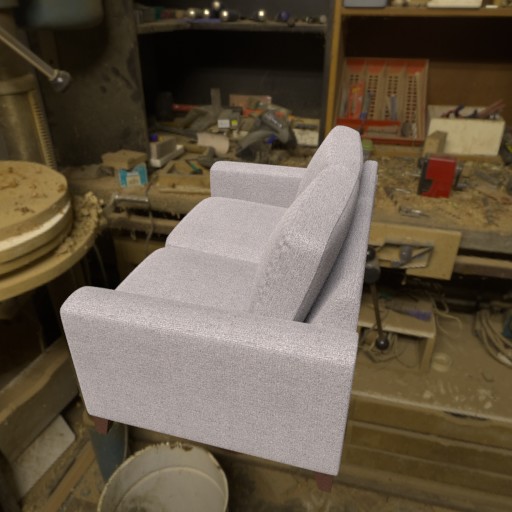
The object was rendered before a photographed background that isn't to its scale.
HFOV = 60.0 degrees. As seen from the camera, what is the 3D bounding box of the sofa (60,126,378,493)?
[{"bbox_3d":[0.000,0.000,1.892,0.917,0.873,1.420,8,32,13],"label":"sofa"}]
